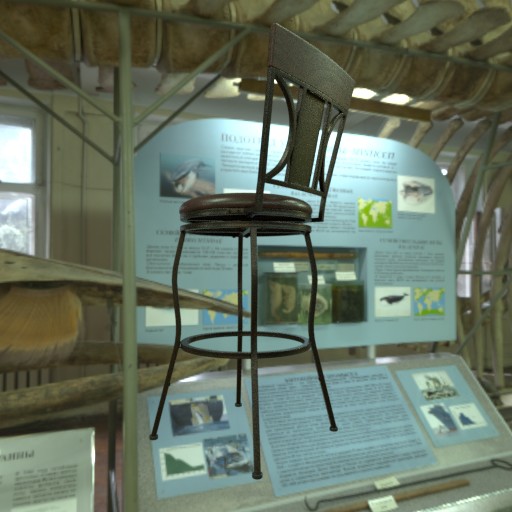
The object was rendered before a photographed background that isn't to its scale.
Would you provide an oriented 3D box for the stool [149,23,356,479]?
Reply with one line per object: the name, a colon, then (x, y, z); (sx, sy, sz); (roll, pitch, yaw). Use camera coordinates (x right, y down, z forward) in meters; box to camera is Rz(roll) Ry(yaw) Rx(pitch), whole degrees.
stool: (0.000, 0.000, 1.392); (0.513, 1.130, 0.448); (-1, -2, 38)
